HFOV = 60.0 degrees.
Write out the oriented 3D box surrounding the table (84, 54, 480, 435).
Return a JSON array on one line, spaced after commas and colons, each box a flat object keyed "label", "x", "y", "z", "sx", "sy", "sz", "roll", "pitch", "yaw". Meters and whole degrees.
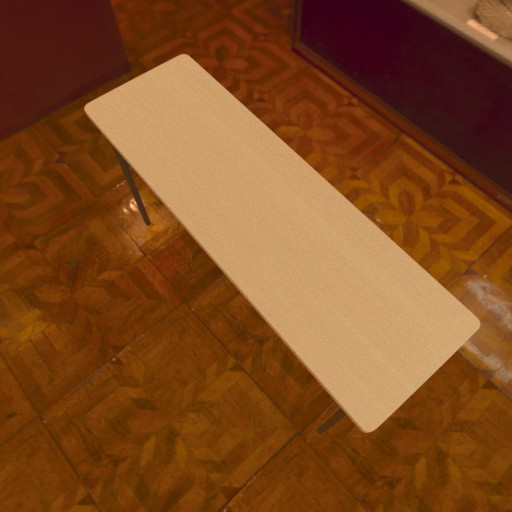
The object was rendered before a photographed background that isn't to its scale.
[{"label": "table", "x": 0.000, "y": 0.000, "z": 1.709, "sx": 0.446, "sy": 0.750, "sz": 1.397, "roll": -36, "pitch": 68, "yaw": -17}]
